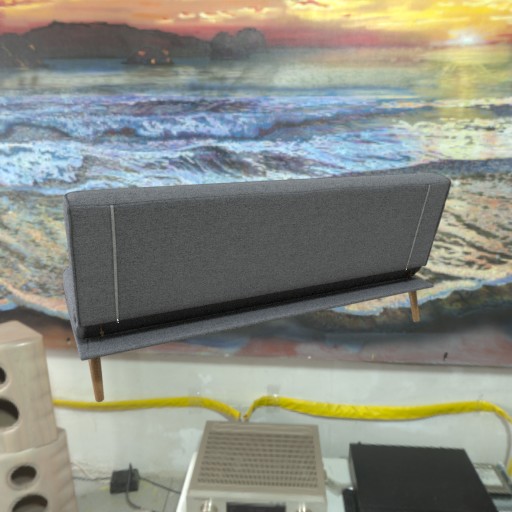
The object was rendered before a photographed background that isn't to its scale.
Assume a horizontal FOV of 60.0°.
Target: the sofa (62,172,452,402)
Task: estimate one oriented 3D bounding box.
[{"bbox_3d":[0.000,0.000,2.289,1.820,0.830,0.810,-8,17,-26],"label":"sofa"}]
